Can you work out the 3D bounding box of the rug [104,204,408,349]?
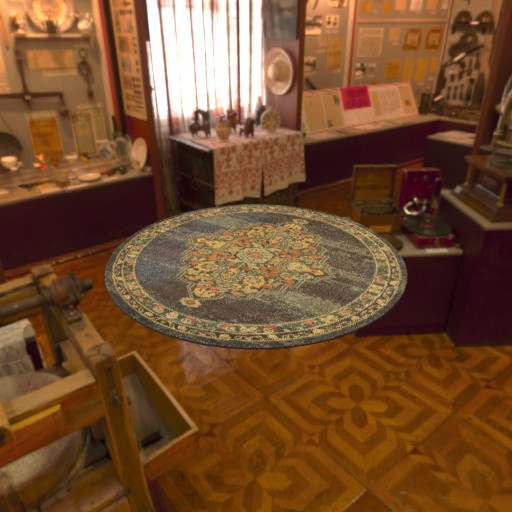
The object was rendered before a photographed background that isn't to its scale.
[{"bbox_3d":[0.000,0.000,2.431,1.591,0.010,1.591,0,27,0],"label":"rug"}]
